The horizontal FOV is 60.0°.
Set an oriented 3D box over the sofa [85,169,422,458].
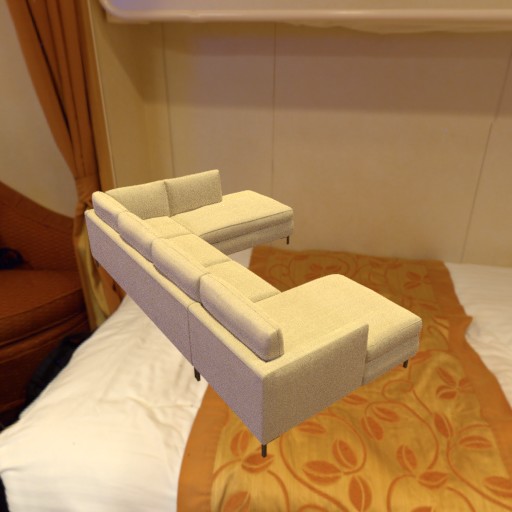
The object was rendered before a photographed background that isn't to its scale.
[{"bbox_3d":[0.000,0.000,3.580,1.879,0.756,2.737,-18,32,-32],"label":"sofa"}]
